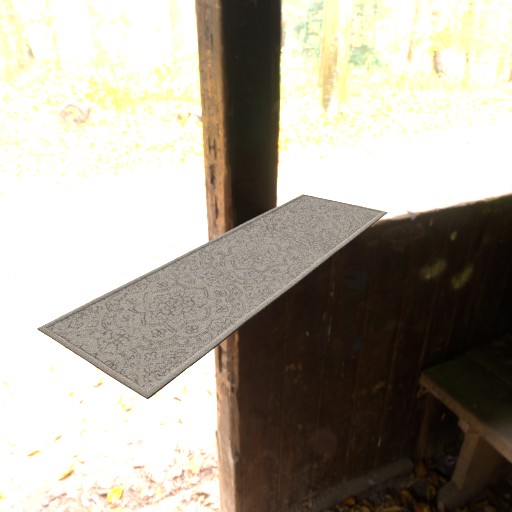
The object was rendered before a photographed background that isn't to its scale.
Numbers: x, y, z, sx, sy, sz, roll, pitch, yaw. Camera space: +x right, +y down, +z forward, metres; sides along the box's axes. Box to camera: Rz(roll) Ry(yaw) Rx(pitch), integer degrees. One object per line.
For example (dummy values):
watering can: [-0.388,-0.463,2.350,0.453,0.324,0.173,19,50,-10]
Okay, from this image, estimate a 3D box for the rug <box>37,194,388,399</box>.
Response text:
rug: [0.000,0.000,2.754,0.769,0.012,2.448,18,31,32]
